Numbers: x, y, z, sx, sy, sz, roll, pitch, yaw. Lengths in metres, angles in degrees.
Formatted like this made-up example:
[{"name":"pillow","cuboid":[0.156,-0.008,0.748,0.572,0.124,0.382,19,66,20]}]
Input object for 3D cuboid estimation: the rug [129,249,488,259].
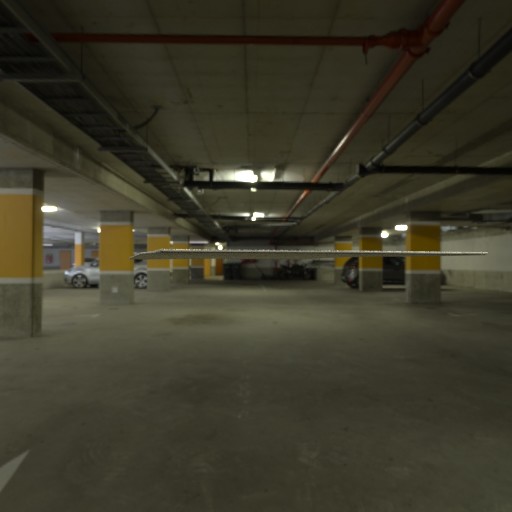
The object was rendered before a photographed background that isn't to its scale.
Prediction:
[{"name":"rug","cuboid":[0.000,0.000,2.250,1.159,0.021,1.789,0,-1,-19]}]
